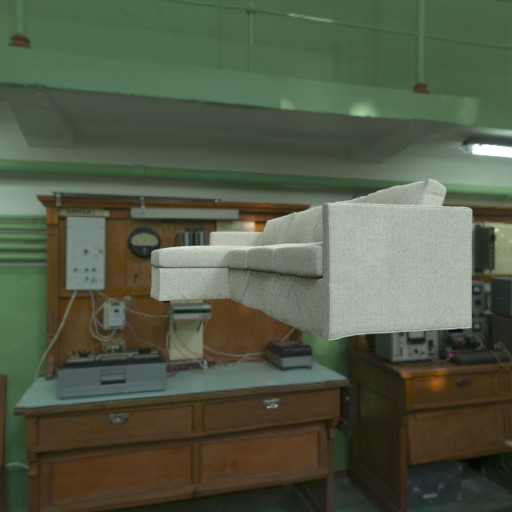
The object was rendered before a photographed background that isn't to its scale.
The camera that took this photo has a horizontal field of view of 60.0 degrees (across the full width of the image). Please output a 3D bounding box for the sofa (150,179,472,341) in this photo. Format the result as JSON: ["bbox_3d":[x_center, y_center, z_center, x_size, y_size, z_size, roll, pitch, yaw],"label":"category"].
[{"bbox_3d":[0.000,0.000,3.834,1.650,0.922,3.205,0,0,-17],"label":"sofa"}]
